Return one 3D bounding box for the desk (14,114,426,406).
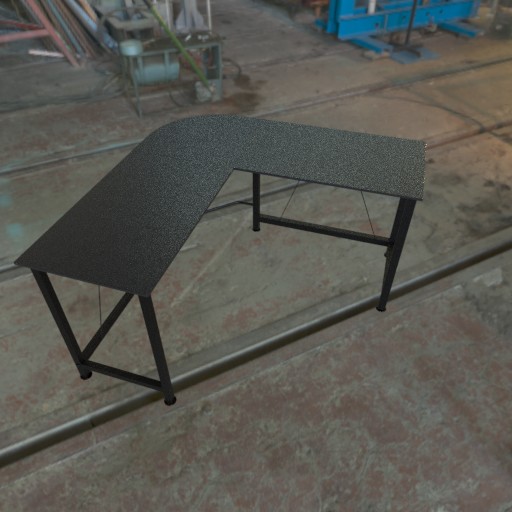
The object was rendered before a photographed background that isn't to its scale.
[{"bbox_3d":[0.000,0.000,2.198,1.400,0.762,1.400,12,43,13],"label":"desk"}]
